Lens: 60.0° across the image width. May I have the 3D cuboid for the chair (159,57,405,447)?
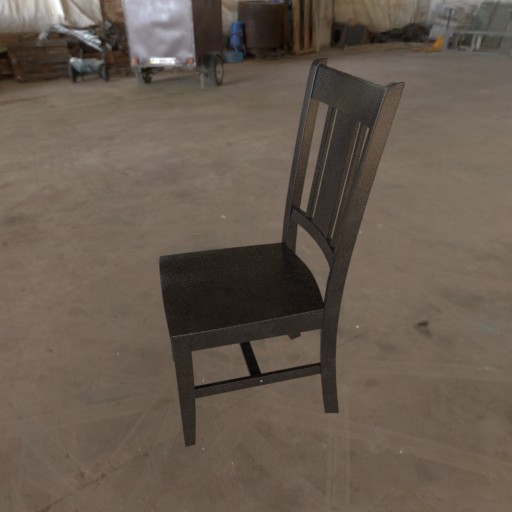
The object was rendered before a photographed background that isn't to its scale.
[{"bbox_3d":[0.000,0.000,1.283,0.555,0.998,0.450,-8,31,-13],"label":"chair"}]
